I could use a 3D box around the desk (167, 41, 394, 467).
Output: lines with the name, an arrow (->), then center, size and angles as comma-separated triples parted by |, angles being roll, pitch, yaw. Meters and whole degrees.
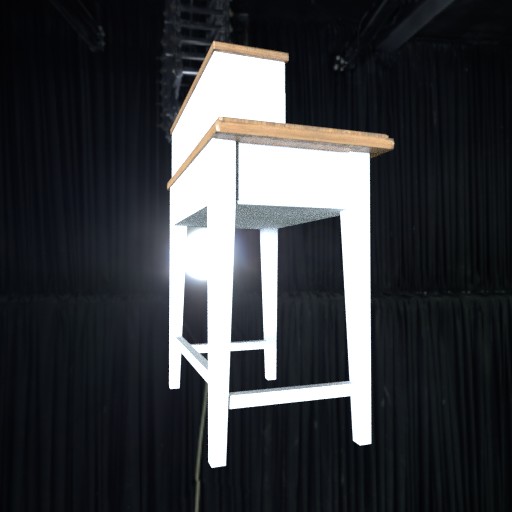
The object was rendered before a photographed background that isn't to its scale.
desk -> 0.000, 0.000, 1.429 | 0.462, 0.981, 0.814 | 0, -1, -19
